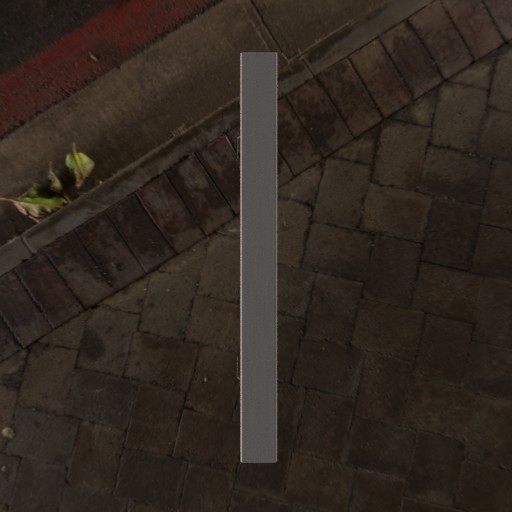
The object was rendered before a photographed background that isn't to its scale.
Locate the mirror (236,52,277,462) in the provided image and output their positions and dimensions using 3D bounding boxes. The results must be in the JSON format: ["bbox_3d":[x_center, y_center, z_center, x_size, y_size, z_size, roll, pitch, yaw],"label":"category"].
[{"bbox_3d":[0.000,0.000,0.691,0.041,0.508,0.405,0,91,0],"label":"mirror"}]
